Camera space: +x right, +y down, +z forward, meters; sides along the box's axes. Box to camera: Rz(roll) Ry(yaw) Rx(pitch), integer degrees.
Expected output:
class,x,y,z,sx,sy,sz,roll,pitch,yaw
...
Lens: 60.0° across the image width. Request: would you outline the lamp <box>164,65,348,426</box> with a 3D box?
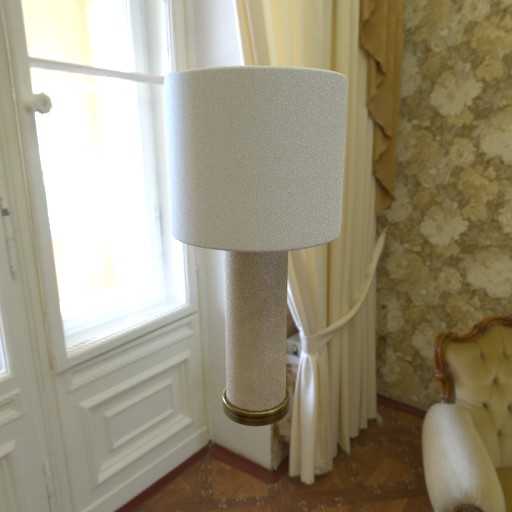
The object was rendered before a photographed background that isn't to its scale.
class,x,y,z,sx,sy,sz,roll,pitch,yaw
lamp,0.000,0.000,0.825,0.305,0.634,0.305,-2,15,-8
